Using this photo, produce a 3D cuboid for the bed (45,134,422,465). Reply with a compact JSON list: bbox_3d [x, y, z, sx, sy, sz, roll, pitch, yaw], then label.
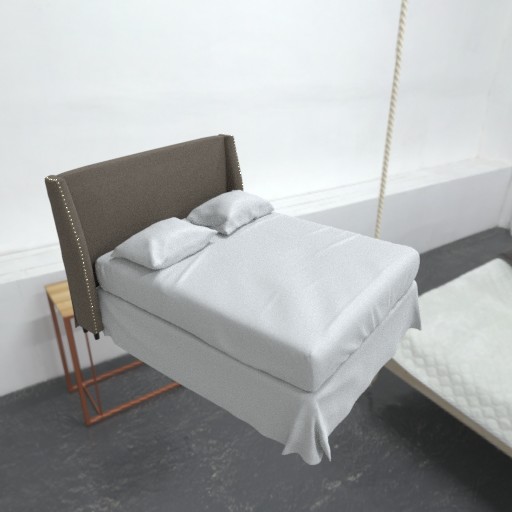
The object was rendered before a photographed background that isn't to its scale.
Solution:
[{"bbox_3d":[0.000,0.000,3.417,2.276,1.332,1.925,19,32,33],"label":"bed"}]
